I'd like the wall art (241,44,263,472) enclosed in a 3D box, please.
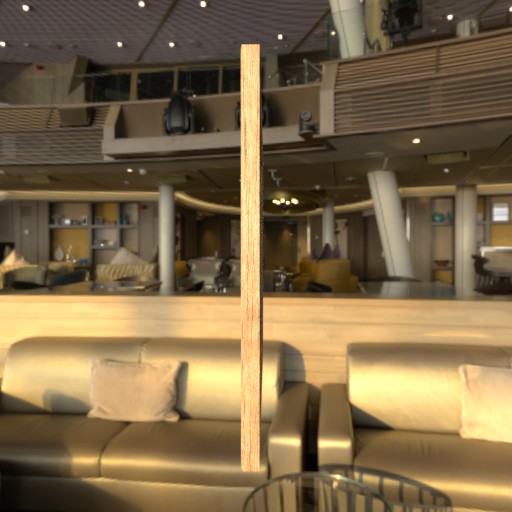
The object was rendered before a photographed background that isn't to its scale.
[{"bbox_3d":[0.000,0.000,0.954,0.026,0.588,0.690,0,1,1],"label":"wall art"}]
